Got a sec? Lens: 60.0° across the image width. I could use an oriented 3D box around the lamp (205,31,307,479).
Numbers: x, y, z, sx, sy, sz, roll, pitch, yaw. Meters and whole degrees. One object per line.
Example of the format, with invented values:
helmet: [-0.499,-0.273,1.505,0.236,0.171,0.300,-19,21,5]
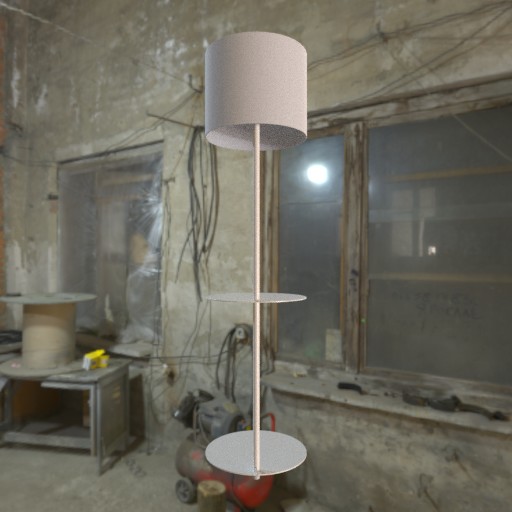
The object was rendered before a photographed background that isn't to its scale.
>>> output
lamp: [0.000,0.000,1.616,0.372,1.465,0.405,0,0,0]
